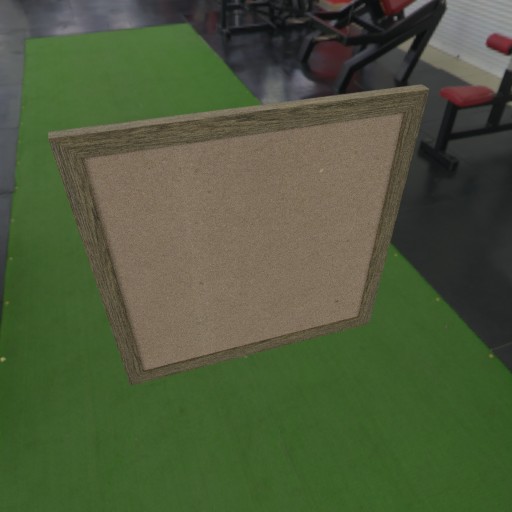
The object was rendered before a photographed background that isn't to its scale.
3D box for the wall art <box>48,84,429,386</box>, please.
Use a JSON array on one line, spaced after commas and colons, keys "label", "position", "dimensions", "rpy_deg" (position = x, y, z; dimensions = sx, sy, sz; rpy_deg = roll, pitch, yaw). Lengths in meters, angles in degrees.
[{"label": "wall art", "position": [0.000, 0.000, 0.742], "dimensions": [0.508, 0.508, 0.019], "rpy_deg": [-12, 43, -13]}]
